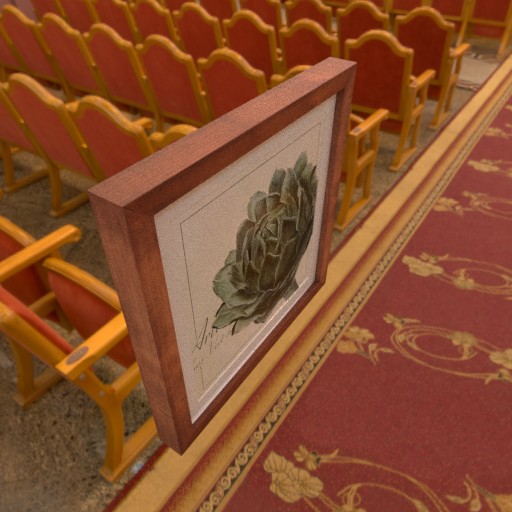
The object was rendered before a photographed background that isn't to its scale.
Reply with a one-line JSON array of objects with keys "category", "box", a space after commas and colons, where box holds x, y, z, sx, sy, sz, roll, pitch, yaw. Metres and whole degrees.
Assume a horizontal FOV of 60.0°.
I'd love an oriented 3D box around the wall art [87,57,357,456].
[{"category": "wall art", "box": [0.000, 0.000, 0.569, 0.038, 0.385, 0.386, 25, 47, 26]}]
